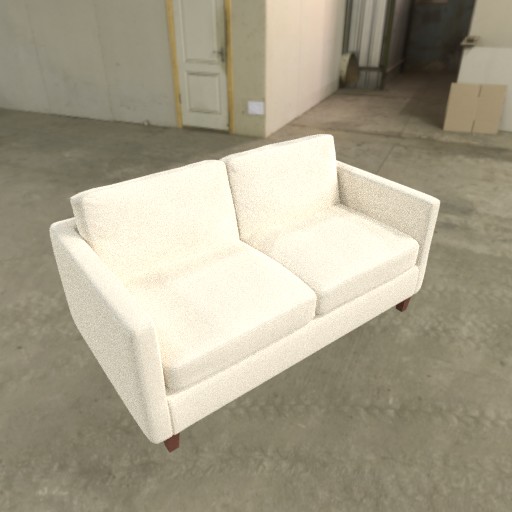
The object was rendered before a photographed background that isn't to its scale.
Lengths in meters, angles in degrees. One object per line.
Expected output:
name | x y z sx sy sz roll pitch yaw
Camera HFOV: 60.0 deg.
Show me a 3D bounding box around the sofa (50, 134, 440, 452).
sofa | 0.000 0.000 2.255 1.702 0.888 0.964 -21 38 -31
